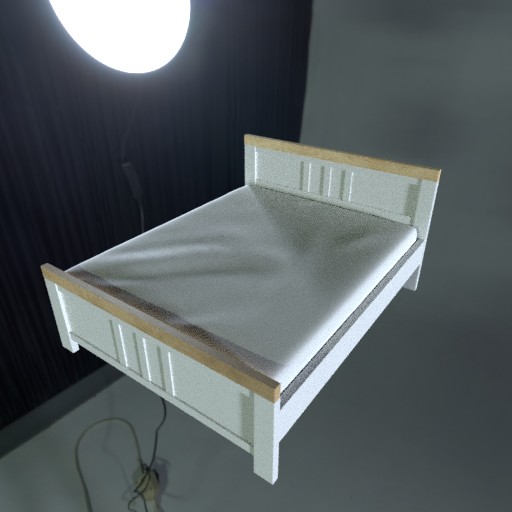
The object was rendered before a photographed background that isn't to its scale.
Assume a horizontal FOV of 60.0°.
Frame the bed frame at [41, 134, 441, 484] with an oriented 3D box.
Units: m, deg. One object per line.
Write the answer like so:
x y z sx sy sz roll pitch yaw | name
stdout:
0.000 0.000 2.984 1.670 0.980 2.050 19 35 31 | bed frame
